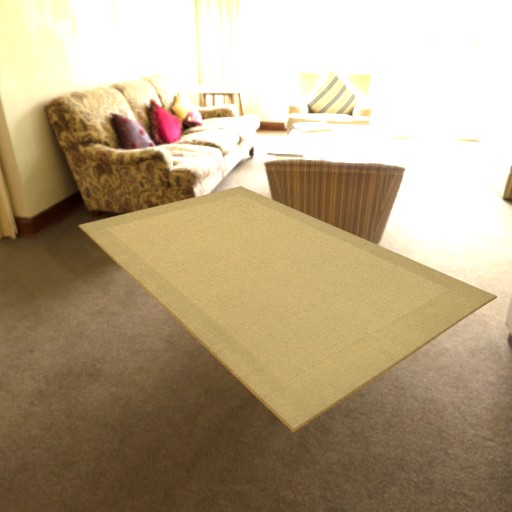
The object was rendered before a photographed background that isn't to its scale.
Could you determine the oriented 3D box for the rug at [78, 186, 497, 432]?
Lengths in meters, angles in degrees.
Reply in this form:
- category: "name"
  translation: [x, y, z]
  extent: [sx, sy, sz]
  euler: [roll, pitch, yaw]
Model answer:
- category: "rug"
  translation: [0.000, 0.000, 2.918]
  extent: [1.524, 0.014, 2.438]
  euler: [-20, 33, -33]
